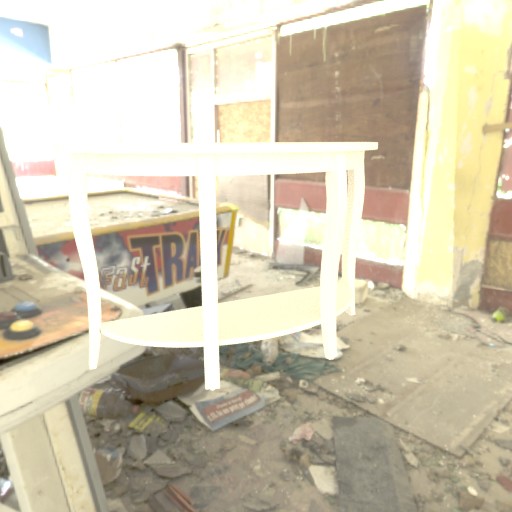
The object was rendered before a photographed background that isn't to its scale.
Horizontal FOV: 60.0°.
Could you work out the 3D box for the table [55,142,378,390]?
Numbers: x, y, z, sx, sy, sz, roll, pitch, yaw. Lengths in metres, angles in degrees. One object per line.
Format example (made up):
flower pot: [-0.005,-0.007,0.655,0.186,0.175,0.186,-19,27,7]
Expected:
table: [0.000,0.000,1.583,1.219,0.780,0.394,-7,17,-25]
